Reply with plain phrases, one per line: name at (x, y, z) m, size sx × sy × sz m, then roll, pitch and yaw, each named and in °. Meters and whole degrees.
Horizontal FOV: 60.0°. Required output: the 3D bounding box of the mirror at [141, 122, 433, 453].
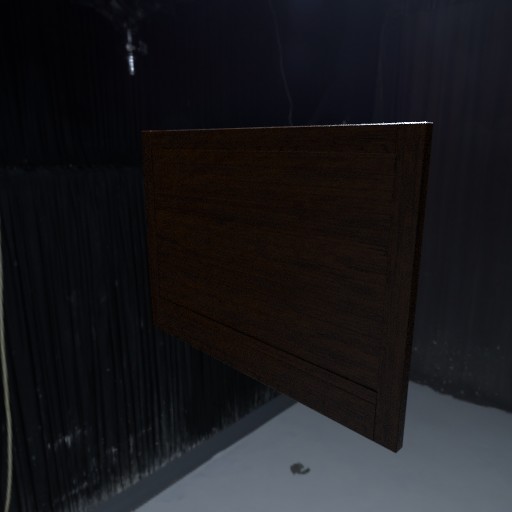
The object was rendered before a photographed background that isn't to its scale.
mirror at (0.000, 0.000, 0.971) m, size 0.084 × 0.537 × 0.758 m, roll -14°, pitch 20°, yaw -43°
